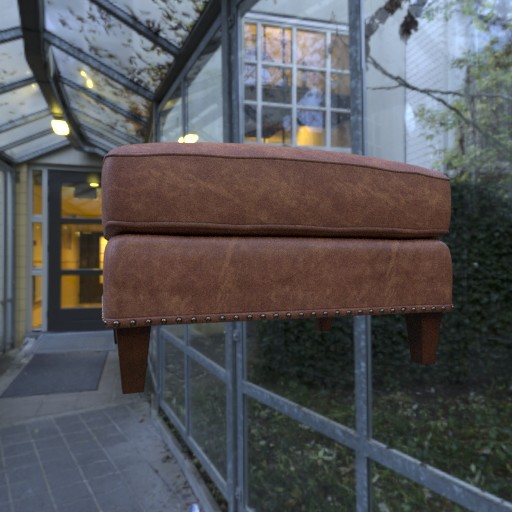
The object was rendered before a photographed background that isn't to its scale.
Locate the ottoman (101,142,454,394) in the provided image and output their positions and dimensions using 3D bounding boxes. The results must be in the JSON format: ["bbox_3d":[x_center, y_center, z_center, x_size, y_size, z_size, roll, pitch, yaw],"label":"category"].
[{"bbox_3d":[0.000,0.000,1.125,0.742,0.486,0.586,0,0,-19],"label":"ottoman"}]
